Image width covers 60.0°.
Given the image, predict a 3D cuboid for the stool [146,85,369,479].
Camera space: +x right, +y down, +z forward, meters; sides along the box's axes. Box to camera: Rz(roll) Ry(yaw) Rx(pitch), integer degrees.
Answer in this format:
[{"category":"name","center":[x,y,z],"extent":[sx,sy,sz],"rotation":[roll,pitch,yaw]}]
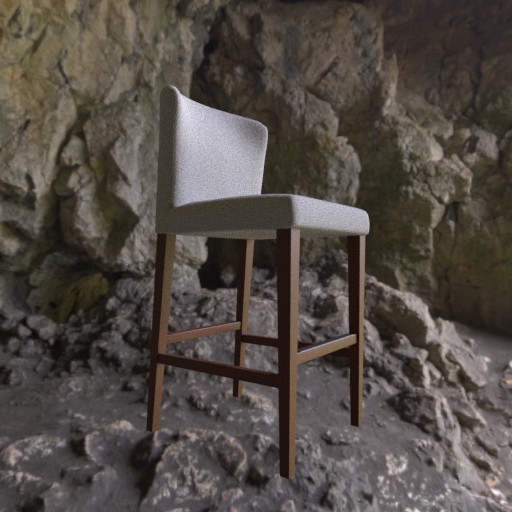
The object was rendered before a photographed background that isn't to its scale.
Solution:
[{"category":"stool","center":[0.000,0.000,1.384],"extent":[0.568,1.069,0.481],"rotation":[0,0,36]}]
